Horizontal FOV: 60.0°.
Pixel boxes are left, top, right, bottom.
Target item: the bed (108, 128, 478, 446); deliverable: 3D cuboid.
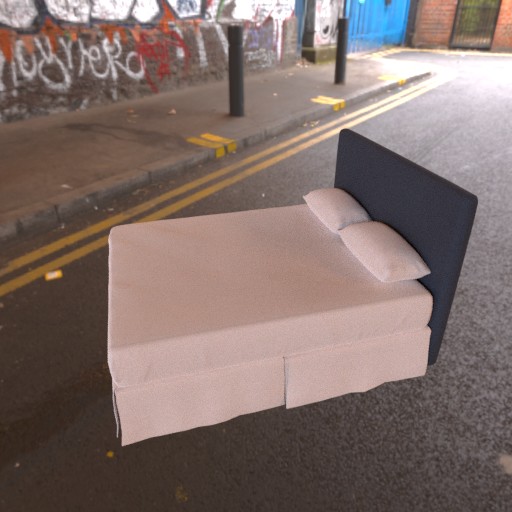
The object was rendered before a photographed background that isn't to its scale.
[{"bbox_3d":[0.000,0.000,3.193,2.162,1.330,1.713,-8,30,-14],"label":"bed"}]
